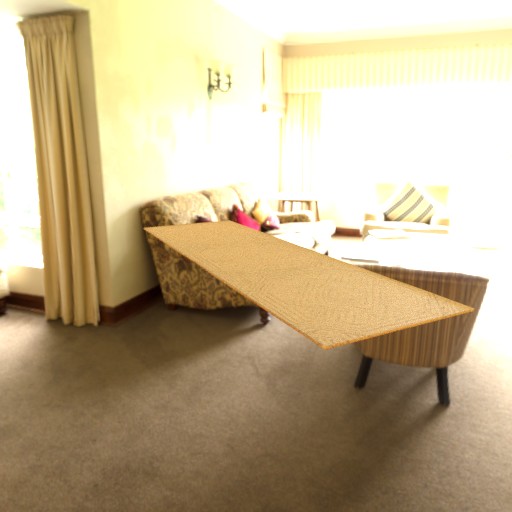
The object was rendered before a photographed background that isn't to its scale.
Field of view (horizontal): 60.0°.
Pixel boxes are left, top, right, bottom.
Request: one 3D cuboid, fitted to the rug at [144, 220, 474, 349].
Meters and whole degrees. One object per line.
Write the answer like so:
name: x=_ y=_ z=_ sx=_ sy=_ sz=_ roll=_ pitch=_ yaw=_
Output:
rug: x=0.000 y=0.000 z=2.722 sx=0.775 sy=0.012 sz=2.452 roll=-7 pitch=16 yaw=-27
